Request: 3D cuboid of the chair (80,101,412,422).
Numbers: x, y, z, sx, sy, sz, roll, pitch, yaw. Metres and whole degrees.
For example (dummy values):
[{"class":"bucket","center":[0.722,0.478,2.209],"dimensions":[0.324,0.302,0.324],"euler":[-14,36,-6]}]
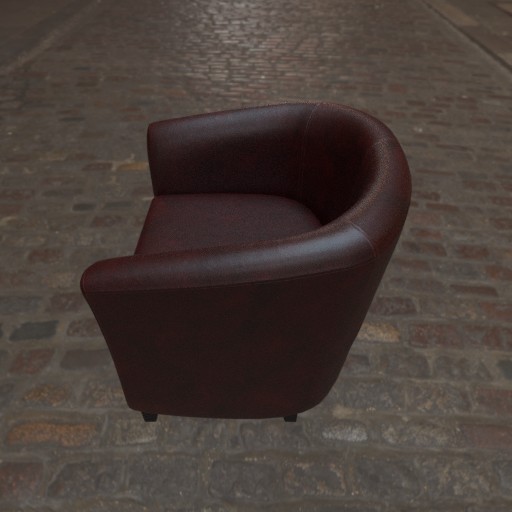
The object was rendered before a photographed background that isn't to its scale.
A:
[{"class":"chair","center":[0.000,0.000,1.331],"dimensions":[0.727,0.756,0.792],"euler":[0,41,0]}]
